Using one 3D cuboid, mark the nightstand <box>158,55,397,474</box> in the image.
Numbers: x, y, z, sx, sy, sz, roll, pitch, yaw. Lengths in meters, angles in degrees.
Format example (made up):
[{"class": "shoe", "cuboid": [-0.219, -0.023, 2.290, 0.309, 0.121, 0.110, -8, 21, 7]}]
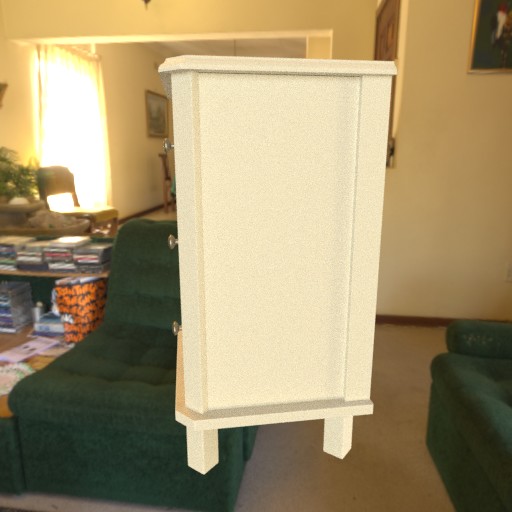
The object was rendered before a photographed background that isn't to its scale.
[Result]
[{"class": "nightstand", "cuboid": [0.000, 0.000, 0.909, 0.351, 0.681, 0.435, -2, 14, -9]}]
